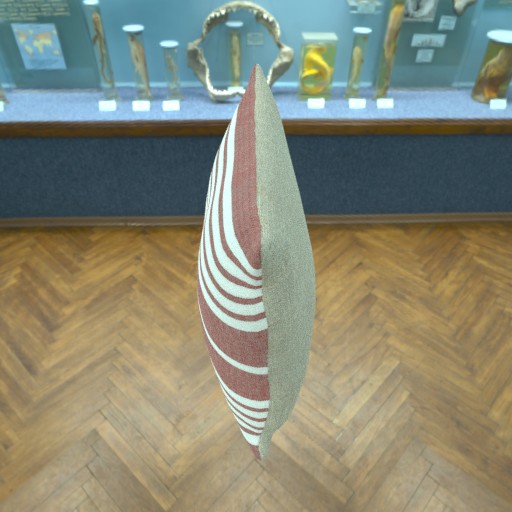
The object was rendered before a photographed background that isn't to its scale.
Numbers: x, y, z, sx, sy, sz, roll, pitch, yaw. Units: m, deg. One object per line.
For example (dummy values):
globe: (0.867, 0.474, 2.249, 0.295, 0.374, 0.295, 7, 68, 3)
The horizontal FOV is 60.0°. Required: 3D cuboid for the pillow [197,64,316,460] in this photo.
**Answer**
pillow: (0.000, 0.000, 0.673, 0.182, 0.427, 0.439, 0, 42, 0)
